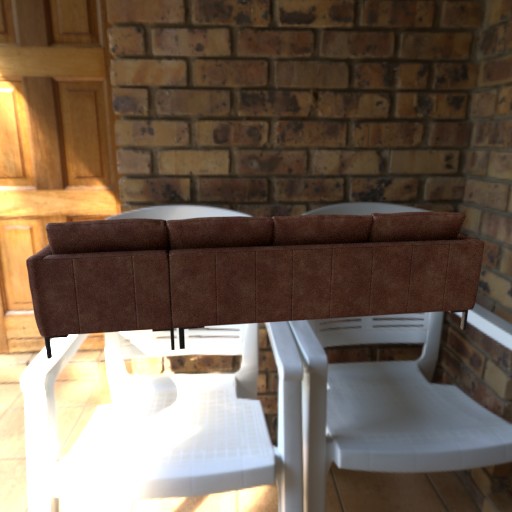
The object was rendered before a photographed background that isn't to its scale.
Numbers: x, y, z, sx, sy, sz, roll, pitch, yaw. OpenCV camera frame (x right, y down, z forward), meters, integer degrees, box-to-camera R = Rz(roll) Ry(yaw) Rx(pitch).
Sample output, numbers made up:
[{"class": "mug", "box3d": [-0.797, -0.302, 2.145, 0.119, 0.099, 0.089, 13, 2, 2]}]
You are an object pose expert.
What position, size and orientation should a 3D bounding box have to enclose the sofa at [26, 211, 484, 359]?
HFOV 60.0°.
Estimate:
[{"class": "sofa", "box3d": [0.000, 0.000, 3.576, 2.993, 0.859, 1.471, -2, 15, -9]}]
